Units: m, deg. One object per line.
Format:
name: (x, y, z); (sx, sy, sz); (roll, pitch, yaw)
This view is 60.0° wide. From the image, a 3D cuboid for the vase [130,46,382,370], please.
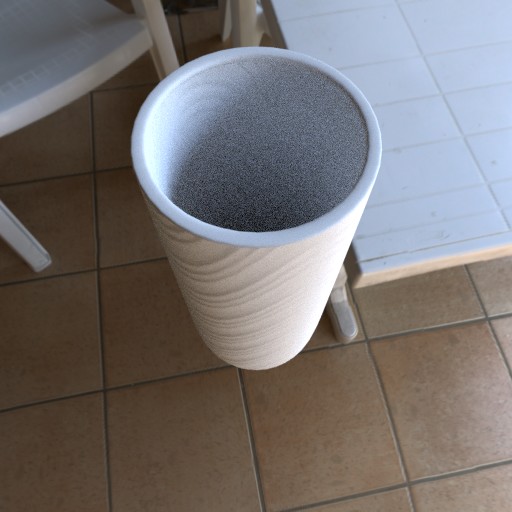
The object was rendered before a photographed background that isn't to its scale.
vase: (0.000, 0.000, 0.385); (0.143, 0.316, 0.143); (0, 65, 0)
